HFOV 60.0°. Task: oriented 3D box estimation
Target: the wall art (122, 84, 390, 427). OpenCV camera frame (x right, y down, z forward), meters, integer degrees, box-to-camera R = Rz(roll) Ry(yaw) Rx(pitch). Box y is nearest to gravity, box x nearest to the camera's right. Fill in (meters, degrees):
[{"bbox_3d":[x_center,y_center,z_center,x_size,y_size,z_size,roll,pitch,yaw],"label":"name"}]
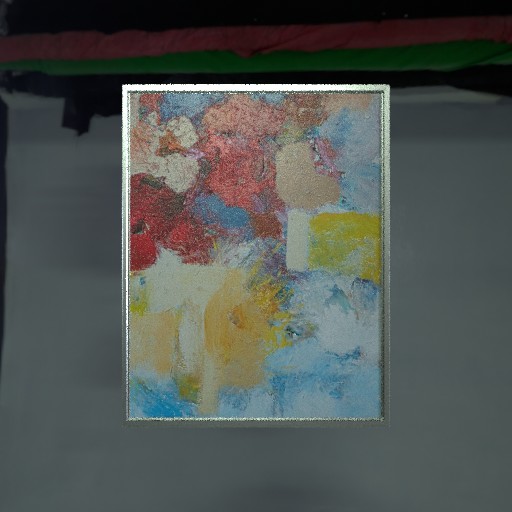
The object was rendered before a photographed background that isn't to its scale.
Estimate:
[{"bbox_3d":[0.000,0.000,0.749,0.444,0.569,0.025,0,0,0],"label":"wall art"}]
